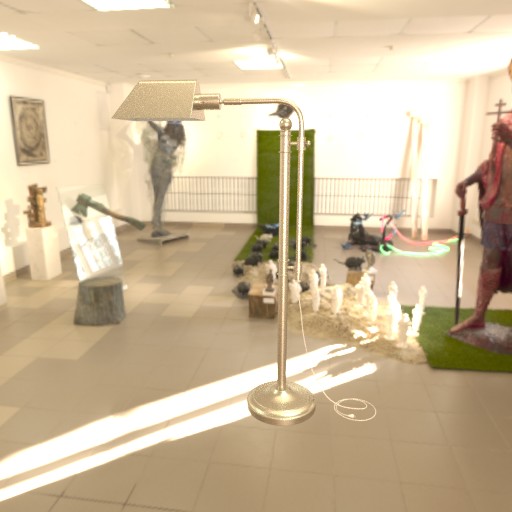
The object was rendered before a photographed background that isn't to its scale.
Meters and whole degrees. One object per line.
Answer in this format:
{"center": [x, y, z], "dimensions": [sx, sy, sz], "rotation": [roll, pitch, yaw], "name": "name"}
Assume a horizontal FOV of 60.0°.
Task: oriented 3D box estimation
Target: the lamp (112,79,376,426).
{"center": [0.000, 0.000, 0.946], "dimensions": [0.546, 0.708, 0.159], "rotation": [2, 15, 7], "name": "lamp"}
